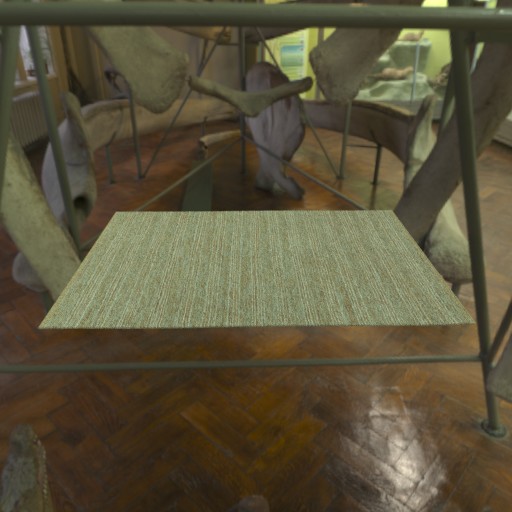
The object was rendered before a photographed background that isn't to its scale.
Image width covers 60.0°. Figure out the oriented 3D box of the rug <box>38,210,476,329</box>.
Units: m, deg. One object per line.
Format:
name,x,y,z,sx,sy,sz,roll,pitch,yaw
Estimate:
rug,0.000,0.000,2.384,1.824,0.010,1.240,0,28,-1
